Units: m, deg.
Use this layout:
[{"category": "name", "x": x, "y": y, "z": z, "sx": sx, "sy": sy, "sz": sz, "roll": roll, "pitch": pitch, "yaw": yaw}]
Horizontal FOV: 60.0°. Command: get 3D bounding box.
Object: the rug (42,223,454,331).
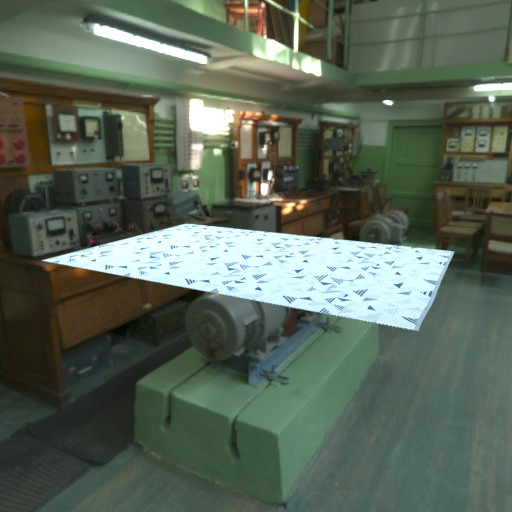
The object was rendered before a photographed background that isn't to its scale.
[{"category": "rug", "x": 0.000, "y": 0.000, "z": 2.343, "sx": 1.835, "sy": 0.003, "sz": 1.206, "roll": 8, "pitch": 16, "yaw": 27}]
